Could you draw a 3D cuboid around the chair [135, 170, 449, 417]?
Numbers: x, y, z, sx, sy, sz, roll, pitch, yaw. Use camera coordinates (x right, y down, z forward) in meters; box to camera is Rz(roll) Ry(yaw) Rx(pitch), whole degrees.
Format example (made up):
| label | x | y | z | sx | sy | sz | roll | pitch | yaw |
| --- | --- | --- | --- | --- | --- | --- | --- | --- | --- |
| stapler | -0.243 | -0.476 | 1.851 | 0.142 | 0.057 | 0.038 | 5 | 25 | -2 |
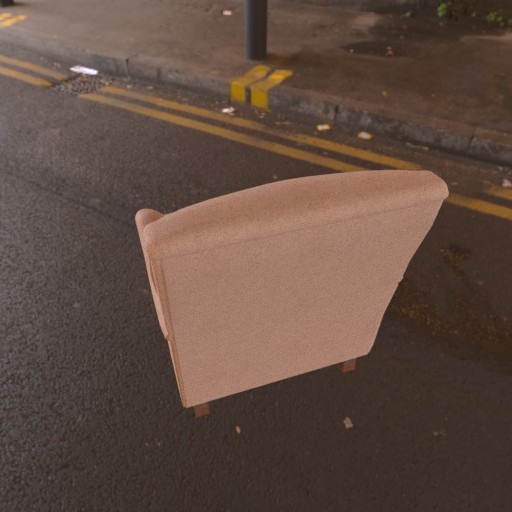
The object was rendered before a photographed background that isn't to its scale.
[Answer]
| label | x | y | z | sx | sy | sz | roll | pitch | yaw |
| --- | --- | --- | --- | --- | --- | --- | --- | --- | --- |
| chair | 0.000 | 0.000 | 1.822 | 0.879 | 1.119 | 0.953 | -12 | 43 | -14 |
